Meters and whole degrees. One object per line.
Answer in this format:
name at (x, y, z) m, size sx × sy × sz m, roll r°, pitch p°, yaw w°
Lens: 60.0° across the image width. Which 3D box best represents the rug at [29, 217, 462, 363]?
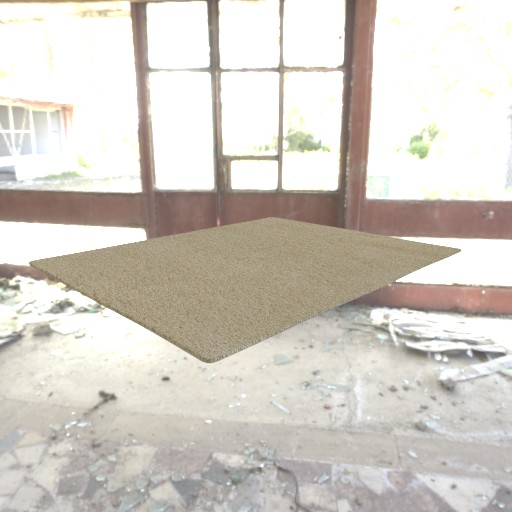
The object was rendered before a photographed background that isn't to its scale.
rug at (0.000, 0.000, 3.878) m, size 3.001 × 0.025 × 2.401 m, roll -14°, pitch 21°, yaw -43°
